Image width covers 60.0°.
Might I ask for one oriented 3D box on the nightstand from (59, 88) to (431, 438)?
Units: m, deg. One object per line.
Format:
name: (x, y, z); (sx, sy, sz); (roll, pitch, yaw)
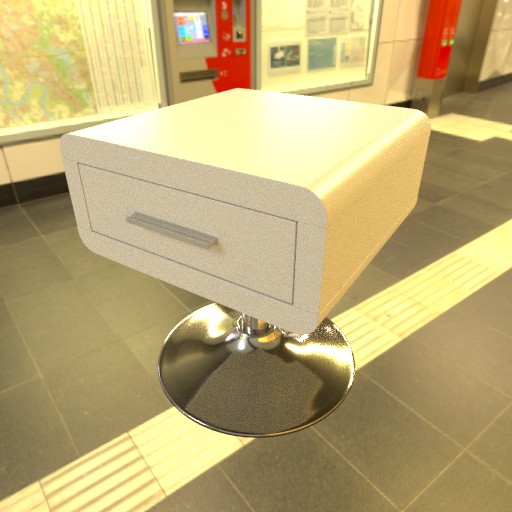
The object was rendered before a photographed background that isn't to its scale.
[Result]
nightstand: (0.000, 0.000, 0.746); (0.399, 0.447, 0.404); (18, 35, 28)
